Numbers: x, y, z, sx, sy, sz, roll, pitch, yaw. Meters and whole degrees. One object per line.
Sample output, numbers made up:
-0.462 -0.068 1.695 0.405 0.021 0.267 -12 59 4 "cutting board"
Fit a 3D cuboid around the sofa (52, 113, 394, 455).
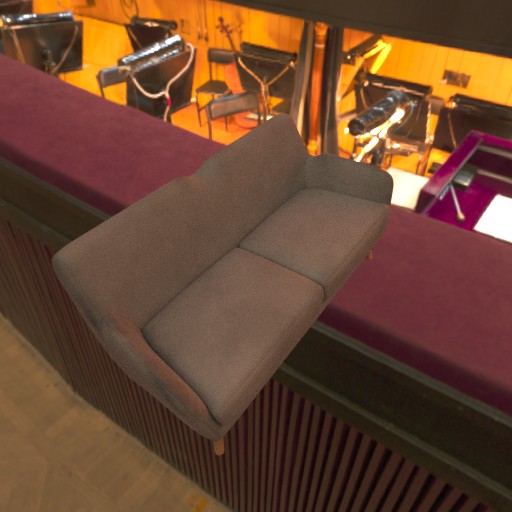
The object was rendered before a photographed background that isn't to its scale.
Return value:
0.000 0.000 2.325 0.850 0.810 1.870 25 47 26 "sofa"
